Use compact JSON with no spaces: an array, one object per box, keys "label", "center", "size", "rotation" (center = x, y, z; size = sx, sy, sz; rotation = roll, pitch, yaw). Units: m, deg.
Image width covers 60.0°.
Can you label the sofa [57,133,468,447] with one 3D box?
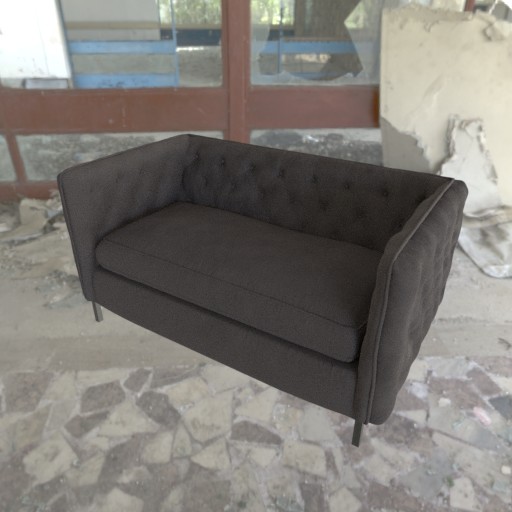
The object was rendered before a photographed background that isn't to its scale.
[{"label":"sofa","center":[0.000,0.000,2.064],"size":[1.583,0.810,0.909],"rotation":[17,33,28]}]
